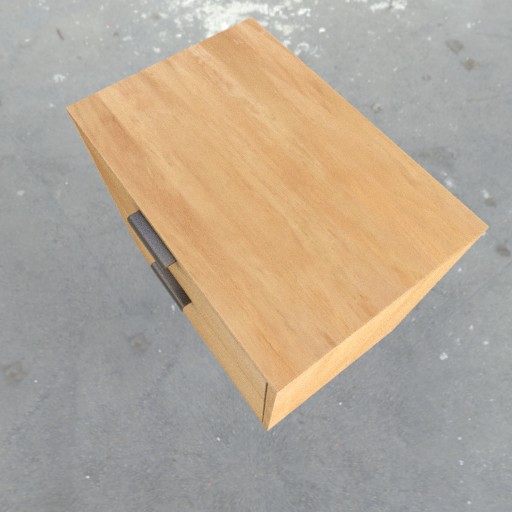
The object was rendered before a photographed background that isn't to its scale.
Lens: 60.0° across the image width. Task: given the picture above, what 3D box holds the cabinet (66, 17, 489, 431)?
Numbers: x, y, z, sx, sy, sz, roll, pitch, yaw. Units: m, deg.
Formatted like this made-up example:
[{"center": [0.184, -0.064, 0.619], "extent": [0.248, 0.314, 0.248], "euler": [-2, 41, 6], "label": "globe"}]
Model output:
[{"center": [0.000, 0.000, 0.926], "extent": [0.394, 0.599, 0.551], "euler": [-34, 68, -15], "label": "cabinet"}]
